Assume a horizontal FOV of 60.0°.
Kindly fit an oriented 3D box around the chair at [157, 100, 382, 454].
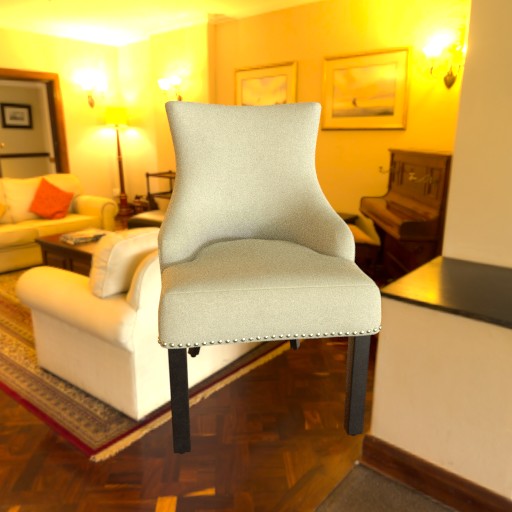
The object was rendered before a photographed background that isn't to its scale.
[{"bbox_3d":[0.000,0.000,1.326,0.566,0.909,0.629,-2,15,-9],"label":"chair"}]
